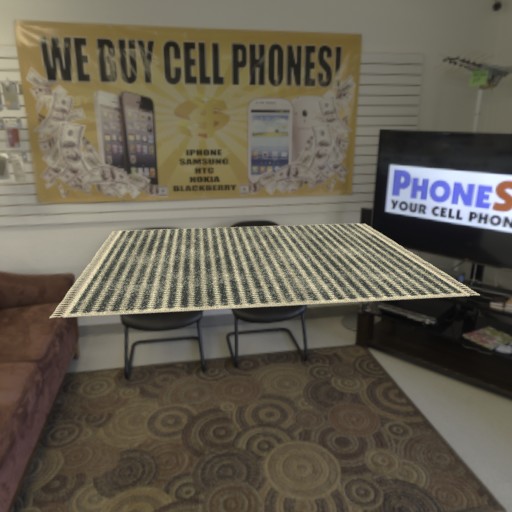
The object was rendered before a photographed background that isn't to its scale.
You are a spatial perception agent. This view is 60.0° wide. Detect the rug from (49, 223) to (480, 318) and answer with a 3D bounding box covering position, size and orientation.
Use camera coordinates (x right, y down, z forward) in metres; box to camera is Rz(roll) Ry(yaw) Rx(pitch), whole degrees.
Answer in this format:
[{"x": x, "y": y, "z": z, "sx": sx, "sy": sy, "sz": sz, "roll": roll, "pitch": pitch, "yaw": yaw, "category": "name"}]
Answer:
[{"x": 0.000, "y": 0.000, "z": 4.019, "sx": 2.910, "sy": 0.013, "sz": 2.256, "roll": -2, "pitch": 17, "yaw": -7, "category": "rug"}]
